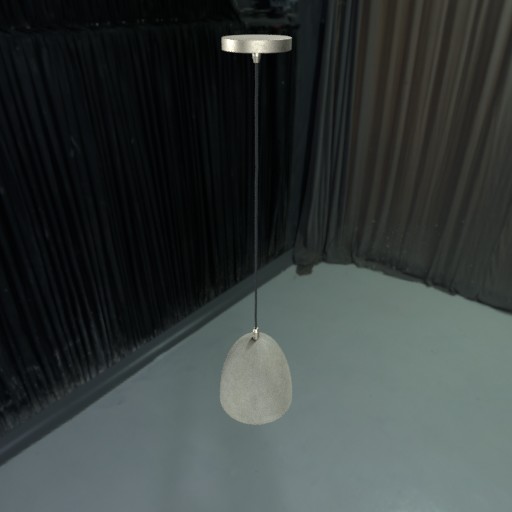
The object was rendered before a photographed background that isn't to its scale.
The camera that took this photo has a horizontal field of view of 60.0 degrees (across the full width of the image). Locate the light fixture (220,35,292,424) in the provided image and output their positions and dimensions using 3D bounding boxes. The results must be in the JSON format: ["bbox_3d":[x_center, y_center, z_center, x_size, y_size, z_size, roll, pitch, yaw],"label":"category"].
[{"bbox_3d":[0.000,0.000,0.856,0.170,0.759,0.170,21,36,32],"label":"light fixture"}]
